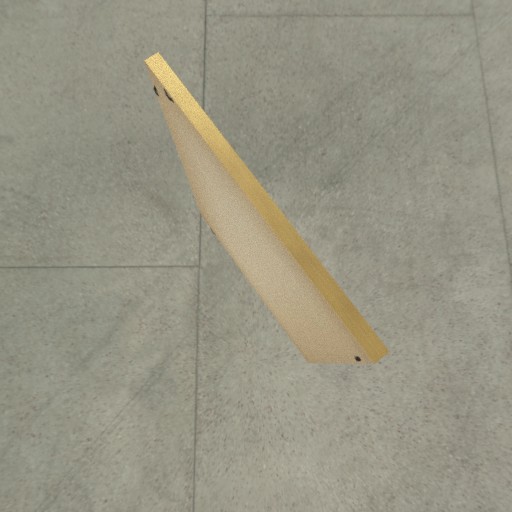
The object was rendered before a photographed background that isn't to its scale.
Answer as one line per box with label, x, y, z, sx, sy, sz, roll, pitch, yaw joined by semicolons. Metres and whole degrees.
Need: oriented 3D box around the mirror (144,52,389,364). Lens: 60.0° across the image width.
mirror;0.000;0.000;1.354;0.041;1.016;0.762;-35;79;-8
